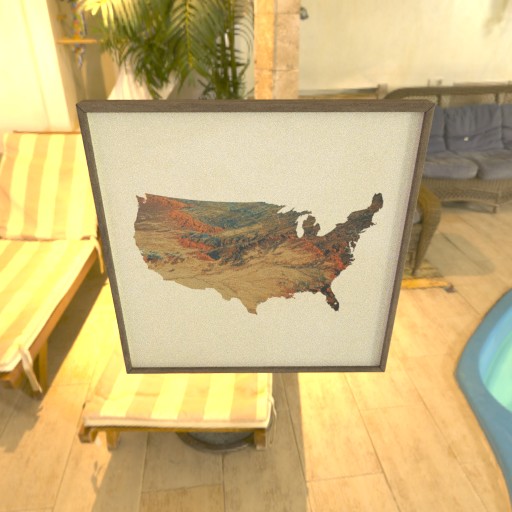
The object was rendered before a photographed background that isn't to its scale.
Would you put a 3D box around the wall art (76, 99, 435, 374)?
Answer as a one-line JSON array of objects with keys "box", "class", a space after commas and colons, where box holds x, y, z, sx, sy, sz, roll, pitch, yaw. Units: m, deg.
[{"box": [0.000, 0.000, 1.124, 0.749, 0.751, 0.050, 0, 29, 0], "class": "wall art"}]
